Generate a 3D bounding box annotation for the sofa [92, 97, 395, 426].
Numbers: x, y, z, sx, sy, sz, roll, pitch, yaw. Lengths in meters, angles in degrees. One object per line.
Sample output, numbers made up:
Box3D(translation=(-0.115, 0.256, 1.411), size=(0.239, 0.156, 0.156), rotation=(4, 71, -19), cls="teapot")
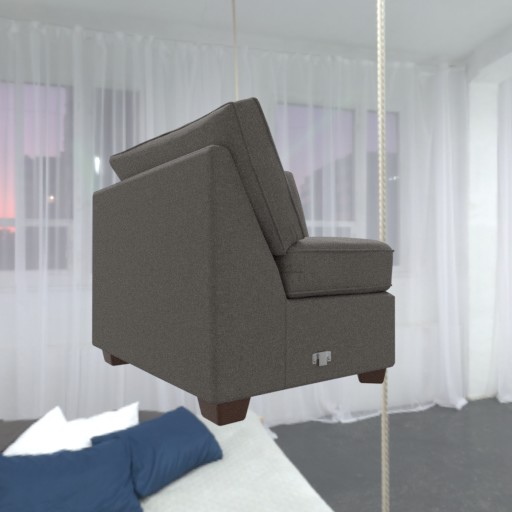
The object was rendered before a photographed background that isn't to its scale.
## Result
Box3D(translation=(0.000, 0.000, 1.849), size=(1.042, 0.951, 1.050), rotation=(0, -1, -36), cls="sofa")
